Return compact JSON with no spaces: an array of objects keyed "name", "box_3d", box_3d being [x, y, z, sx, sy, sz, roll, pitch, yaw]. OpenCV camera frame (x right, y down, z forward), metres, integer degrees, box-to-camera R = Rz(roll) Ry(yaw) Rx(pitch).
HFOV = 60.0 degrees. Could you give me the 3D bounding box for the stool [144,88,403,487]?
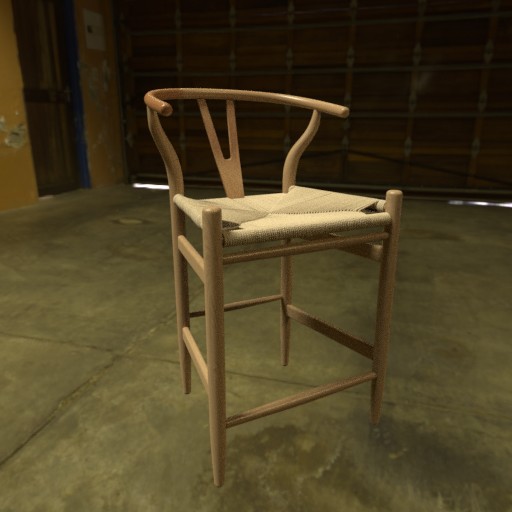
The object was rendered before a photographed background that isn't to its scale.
[{"name":"stool","box_3d":[0.000,0.000,1.256,0.536,0.923,0.575,-9,19,-27]}]
